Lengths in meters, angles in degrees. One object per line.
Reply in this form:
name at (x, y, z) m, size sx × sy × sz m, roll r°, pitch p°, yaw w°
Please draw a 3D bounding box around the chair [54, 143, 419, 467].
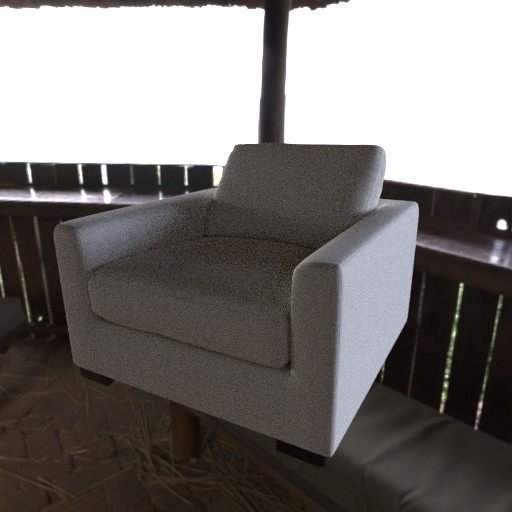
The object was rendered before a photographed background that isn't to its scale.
chair at (0.000, 0.000, 1.812) m, size 1.070 × 0.876 × 1.100 m, roll 9°, pitch 18°, yaw 28°
